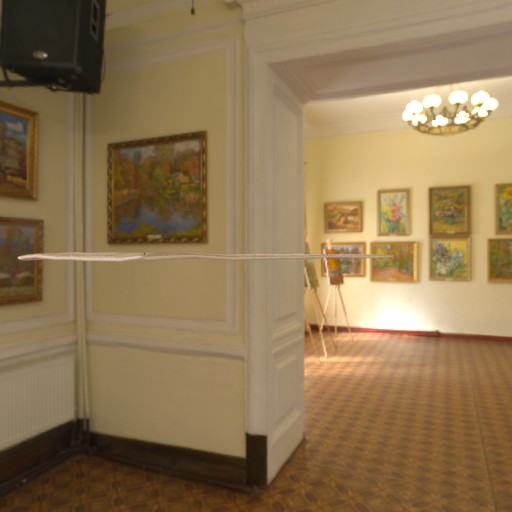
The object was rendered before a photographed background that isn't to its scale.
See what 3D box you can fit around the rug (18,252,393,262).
[{"bbox_3d":[0.000,0.000,2.632,0.831,0.036,2.381,0,0,36],"label":"rug"}]
